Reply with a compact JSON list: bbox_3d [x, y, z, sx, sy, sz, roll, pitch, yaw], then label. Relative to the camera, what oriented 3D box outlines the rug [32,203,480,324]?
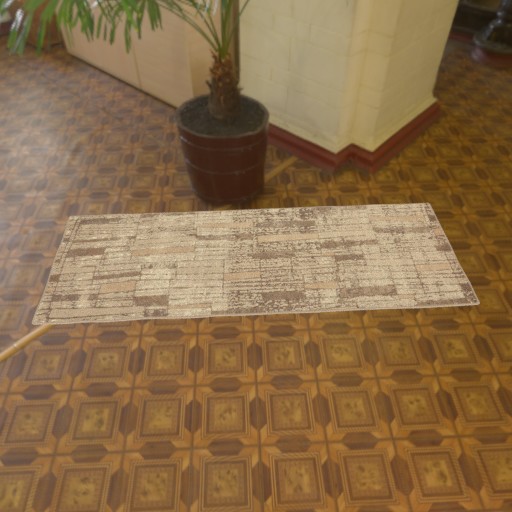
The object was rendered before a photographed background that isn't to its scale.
[{"bbox_3d":[0.000,0.000,2.637,2.383,0.018,0.857,-2,47,-2],"label":"rug"}]
